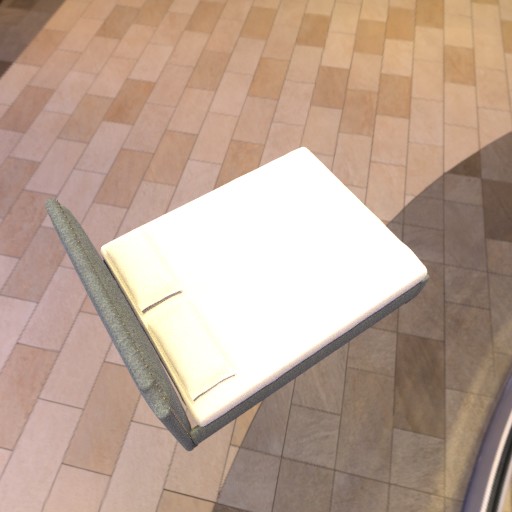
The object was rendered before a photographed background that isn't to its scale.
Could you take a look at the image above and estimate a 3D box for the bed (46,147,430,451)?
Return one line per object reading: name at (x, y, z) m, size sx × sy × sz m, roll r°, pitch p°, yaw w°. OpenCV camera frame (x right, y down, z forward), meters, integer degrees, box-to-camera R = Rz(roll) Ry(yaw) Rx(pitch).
bed at (0.000, 0.000, 3.469) m, size 2.372 × 1.443 × 1.712 m, roll -29°, pitch 63°, yaw -17°
